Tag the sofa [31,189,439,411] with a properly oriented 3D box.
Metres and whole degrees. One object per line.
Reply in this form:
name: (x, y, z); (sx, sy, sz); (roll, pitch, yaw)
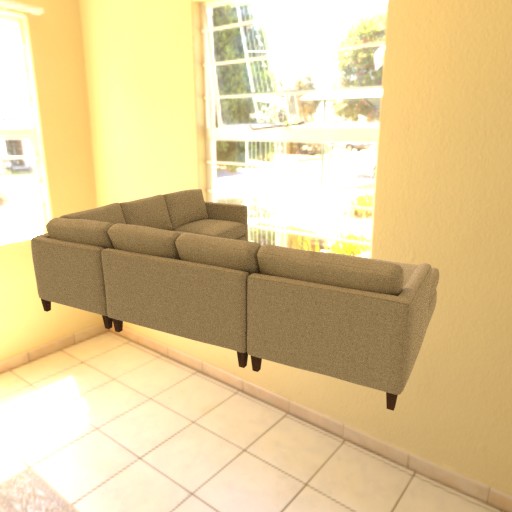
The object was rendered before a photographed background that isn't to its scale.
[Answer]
sofa: (0.000, 0.000, 4.491); (3.460, 0.959, 2.593); (9, 18, 27)
